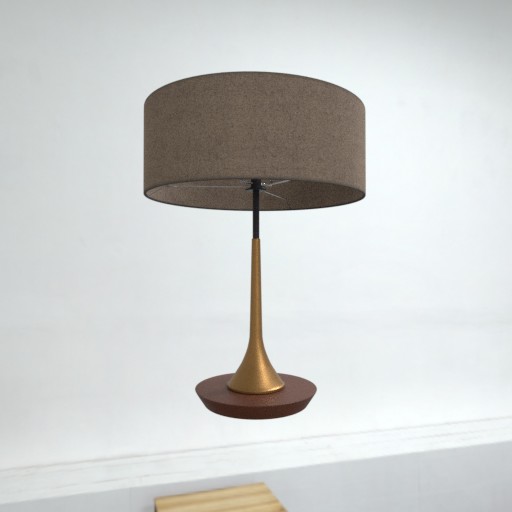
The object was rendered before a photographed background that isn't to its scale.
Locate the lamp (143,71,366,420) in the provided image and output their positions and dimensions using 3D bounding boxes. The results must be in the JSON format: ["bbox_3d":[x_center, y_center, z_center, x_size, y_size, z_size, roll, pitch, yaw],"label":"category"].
[{"bbox_3d":[0.000,0.000,0.840,0.417,0.551,0.396,1,-1,-37],"label":"lamp"}]
